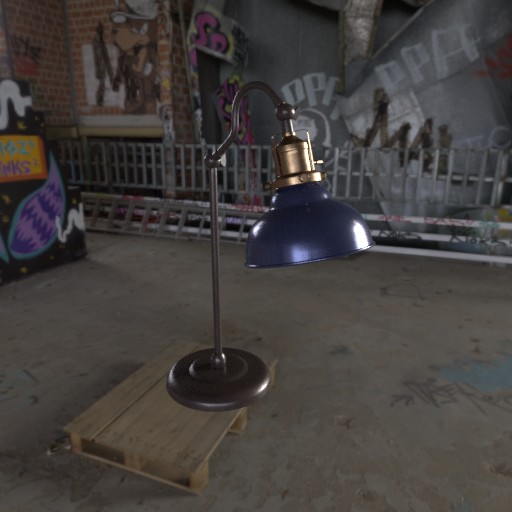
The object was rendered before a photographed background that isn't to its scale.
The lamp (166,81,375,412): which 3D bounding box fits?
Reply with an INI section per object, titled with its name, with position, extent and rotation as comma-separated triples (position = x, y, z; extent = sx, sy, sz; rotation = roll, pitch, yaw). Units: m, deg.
[lamp]
position = 0.000, 0.000, 0.688
extent = 0.374, 0.508, 0.192
rotation = 14, 21, 40
